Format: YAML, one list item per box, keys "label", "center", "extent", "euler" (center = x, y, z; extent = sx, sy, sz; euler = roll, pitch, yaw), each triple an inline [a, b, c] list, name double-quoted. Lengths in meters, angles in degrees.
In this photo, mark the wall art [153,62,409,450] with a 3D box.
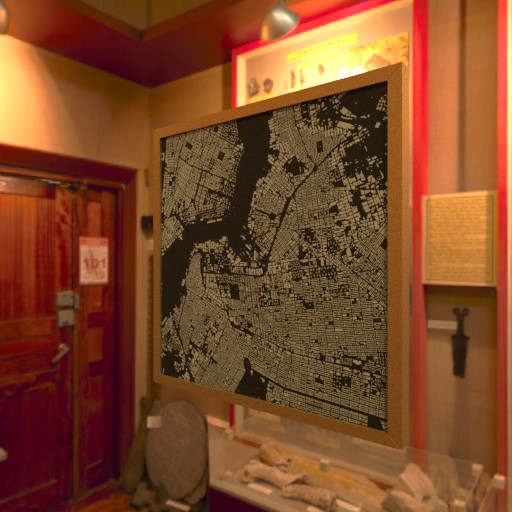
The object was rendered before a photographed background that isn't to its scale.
- label: "wall art"
  center: [0.000, 0.000, 2.834]
  extent: [1.926, 1.926, 0.099]
  euler: [0, 0, 38]
